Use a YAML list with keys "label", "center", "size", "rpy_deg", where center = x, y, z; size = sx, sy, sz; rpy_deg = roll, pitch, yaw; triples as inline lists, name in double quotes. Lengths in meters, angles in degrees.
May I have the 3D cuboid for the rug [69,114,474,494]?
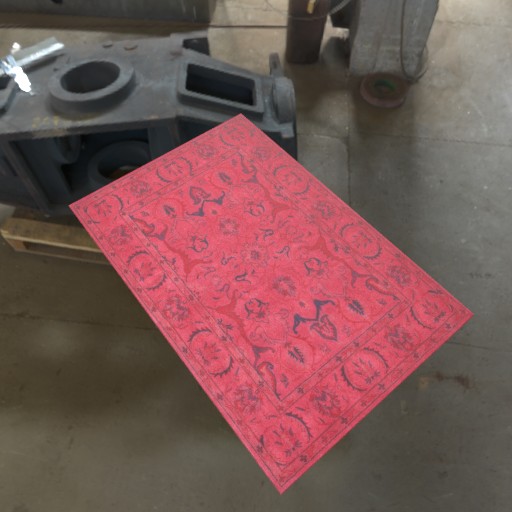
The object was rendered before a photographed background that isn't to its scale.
- label: "rug"
  center: [0.000, 0.000, 2.282]
  size: [1.209, 0.008, 1.814]
  rpy_deg: [-34, 64, -19]
